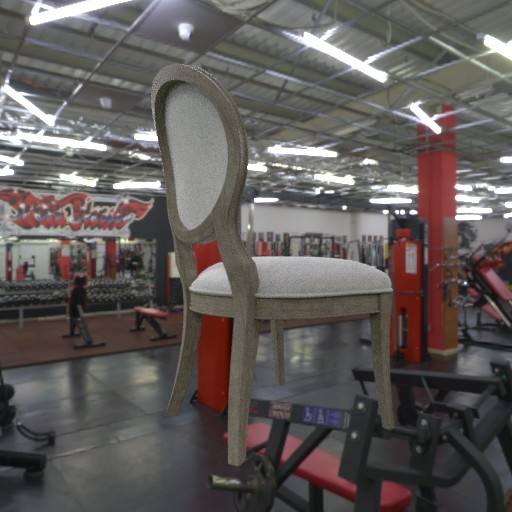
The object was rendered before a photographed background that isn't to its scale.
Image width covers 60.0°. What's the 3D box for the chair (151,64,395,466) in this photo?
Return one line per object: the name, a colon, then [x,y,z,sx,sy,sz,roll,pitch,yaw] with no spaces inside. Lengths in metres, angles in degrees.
chair: [0.000,0.000,1.323,0.602,0.990,0.558,0,0,-34]
